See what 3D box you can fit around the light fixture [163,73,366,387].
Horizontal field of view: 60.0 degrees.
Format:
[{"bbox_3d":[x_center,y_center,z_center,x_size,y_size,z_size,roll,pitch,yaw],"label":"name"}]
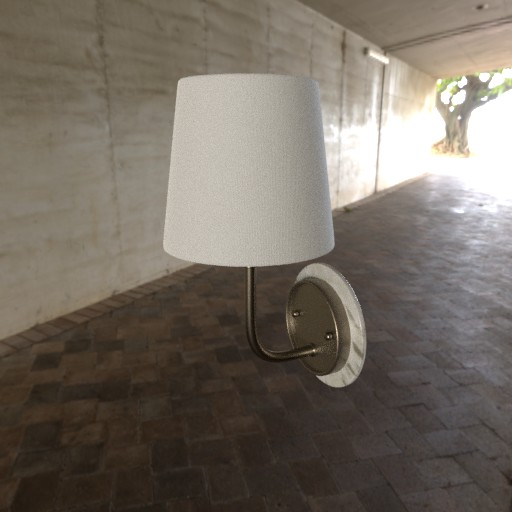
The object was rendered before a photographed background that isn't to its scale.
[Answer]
[{"bbox_3d":[0.000,0.000,0.459,0.188,0.337,0.168,-8,17,-25],"label":"light fixture"}]
